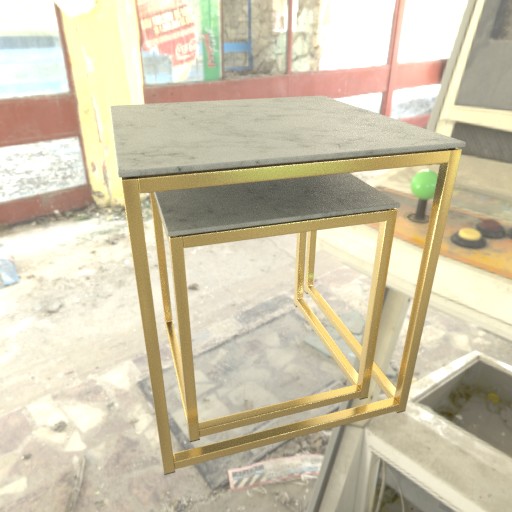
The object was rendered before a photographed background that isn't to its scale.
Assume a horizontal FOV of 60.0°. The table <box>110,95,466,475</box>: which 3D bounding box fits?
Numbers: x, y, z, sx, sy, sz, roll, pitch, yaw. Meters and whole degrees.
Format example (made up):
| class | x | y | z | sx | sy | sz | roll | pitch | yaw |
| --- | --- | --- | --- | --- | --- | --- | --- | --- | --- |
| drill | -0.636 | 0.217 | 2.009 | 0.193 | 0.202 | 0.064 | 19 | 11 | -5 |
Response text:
| class | x | y | z | sx | sy | sz | roll | pitch | yaw |
| --- | --- | --- | --- | --- | --- | --- | --- | --- | --- |
| table | 0.000 | 0.000 | 0.840 | 0.450 | 0.500 | 0.450 | -8 | 29 | -15 |
